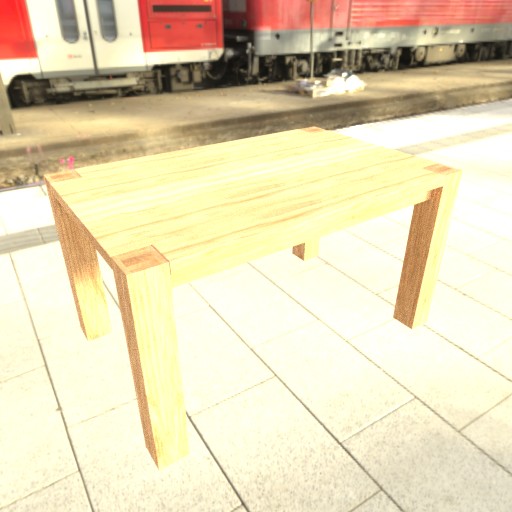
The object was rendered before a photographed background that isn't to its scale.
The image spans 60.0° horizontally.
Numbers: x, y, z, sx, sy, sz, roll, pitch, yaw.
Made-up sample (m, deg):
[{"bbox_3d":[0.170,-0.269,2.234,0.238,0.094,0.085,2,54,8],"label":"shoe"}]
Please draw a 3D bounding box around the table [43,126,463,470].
[{"bbox_3d":[0.000,0.000,1.940,1.400,0.760,0.900,-19,35,-30],"label":"table"}]
